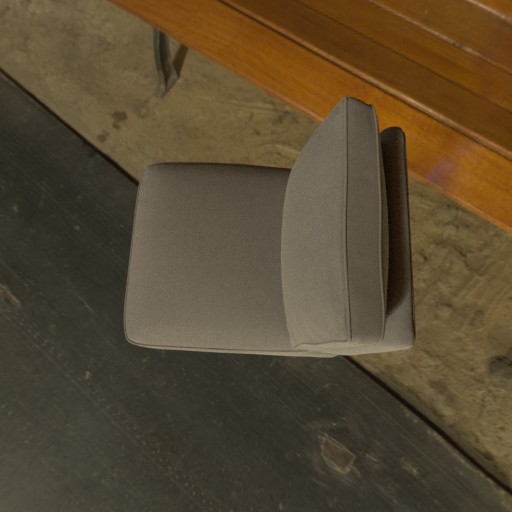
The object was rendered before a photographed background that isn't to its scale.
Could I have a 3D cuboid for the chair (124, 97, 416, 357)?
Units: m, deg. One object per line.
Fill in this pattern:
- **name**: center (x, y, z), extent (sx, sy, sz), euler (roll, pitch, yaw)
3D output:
- **chair**: center (0.000, 0.000, 1.679), extent (0.924, 1.045, 0.724), euler (2, 75, 1)
